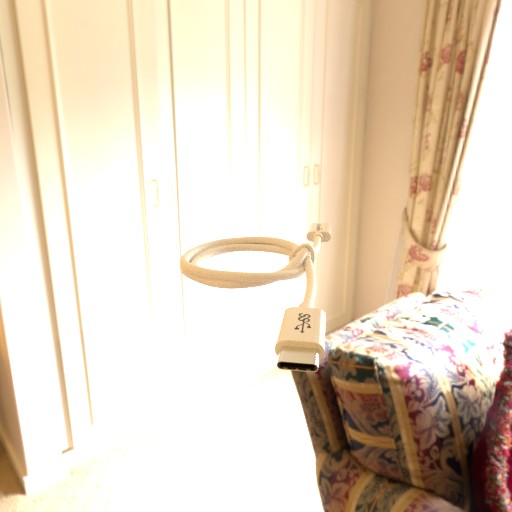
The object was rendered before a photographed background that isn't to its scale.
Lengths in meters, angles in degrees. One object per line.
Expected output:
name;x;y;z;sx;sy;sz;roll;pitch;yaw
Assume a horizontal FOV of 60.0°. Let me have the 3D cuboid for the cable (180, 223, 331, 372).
cable;0.000;0.000;0.210;0.070;0.014;0.186;3;16;9
